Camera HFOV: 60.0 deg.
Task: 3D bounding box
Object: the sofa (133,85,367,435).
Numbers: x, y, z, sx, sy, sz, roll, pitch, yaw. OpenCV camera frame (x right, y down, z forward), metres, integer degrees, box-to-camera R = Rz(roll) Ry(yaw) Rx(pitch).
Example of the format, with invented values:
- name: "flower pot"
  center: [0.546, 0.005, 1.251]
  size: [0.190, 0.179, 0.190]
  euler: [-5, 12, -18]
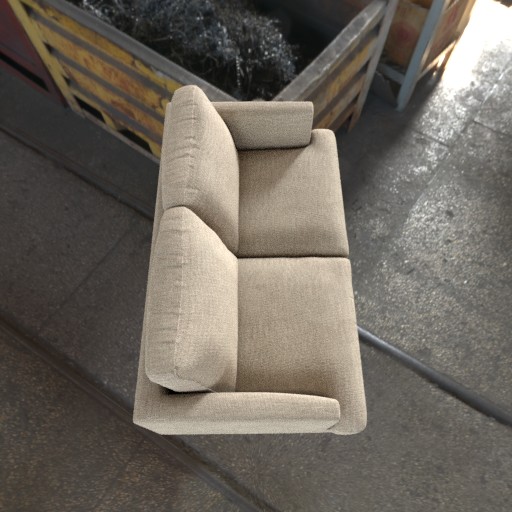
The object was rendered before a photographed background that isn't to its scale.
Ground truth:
- name: "sofa"
  center: [0.000, 0.000, 2.123]
  size: [0.903, 0.944, 1.582]
  euler: [0, 64, 0]
